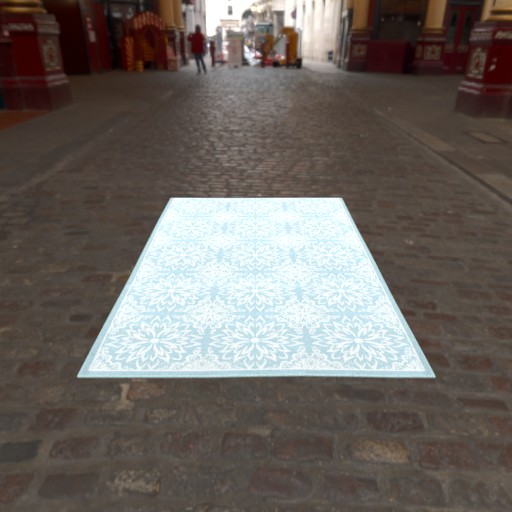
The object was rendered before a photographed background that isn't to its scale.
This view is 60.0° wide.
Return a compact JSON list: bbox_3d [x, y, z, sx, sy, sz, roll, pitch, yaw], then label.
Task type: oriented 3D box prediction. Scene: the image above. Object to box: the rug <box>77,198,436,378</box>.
[{"bbox_3d":[0.000,0.000,2.323,1.219,0.012,1.840,0,27,0],"label":"rug"}]
